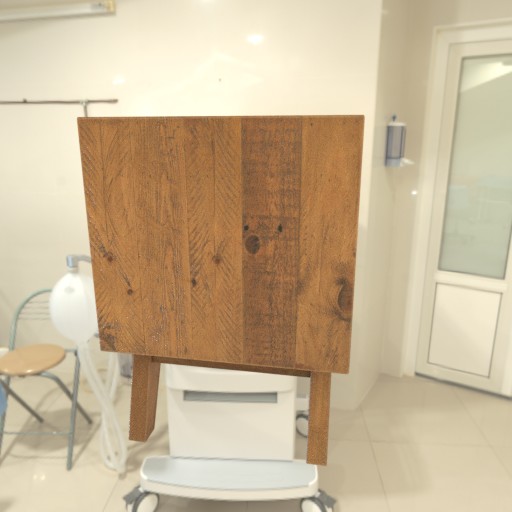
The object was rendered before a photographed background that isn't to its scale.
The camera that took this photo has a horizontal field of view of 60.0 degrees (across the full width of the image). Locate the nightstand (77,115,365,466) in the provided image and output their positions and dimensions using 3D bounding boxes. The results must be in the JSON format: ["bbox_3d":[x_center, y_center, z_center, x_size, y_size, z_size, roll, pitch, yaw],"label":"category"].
[{"bbox_3d":[0.000,0.000,1.036,0.450,0.599,0.650,3,16,10],"label":"nightstand"}]
